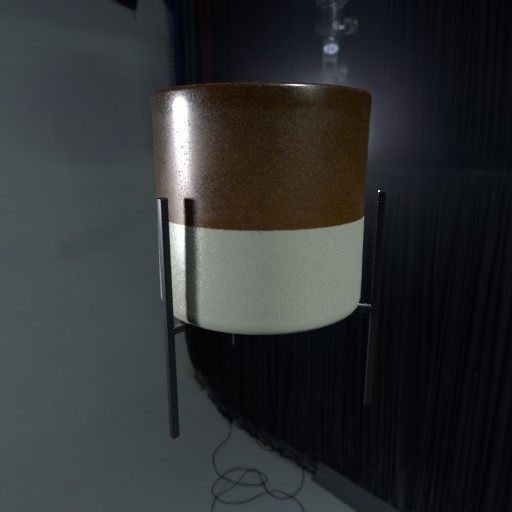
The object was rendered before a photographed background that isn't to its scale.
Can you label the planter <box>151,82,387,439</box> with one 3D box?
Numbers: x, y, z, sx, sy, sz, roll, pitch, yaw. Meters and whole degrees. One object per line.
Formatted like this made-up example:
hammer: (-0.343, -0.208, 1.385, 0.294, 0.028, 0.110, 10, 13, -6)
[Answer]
planter: (0.000, 0.000, 0.545, 0.255, 0.375, 0.269, 13, 19, 41)
